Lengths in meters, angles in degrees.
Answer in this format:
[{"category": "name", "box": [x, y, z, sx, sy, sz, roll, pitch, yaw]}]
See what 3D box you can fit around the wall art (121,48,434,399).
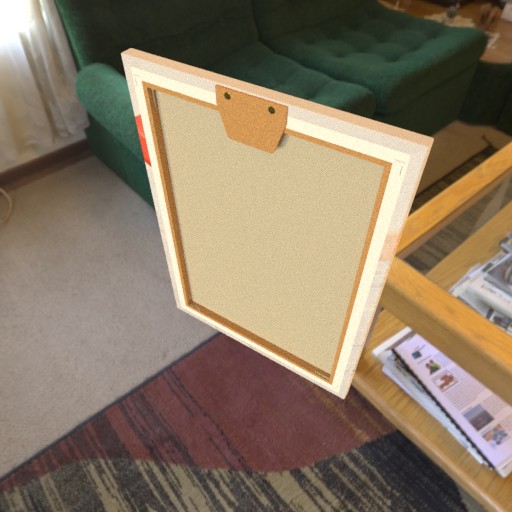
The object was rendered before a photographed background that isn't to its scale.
[{"category": "wall art", "box": [0.000, 0.000, 1.079, 0.613, 0.848, 0.036, 25, 52, 21]}]
